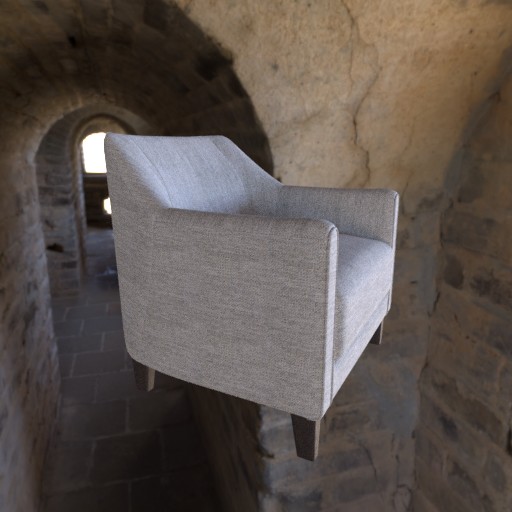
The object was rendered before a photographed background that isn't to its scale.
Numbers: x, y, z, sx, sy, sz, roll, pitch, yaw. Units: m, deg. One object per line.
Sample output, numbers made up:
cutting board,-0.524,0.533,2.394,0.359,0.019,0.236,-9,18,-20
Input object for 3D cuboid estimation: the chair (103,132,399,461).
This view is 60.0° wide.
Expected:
chair,0.000,0.000,1.427,0.758,0.761,0.796,7,16,26
